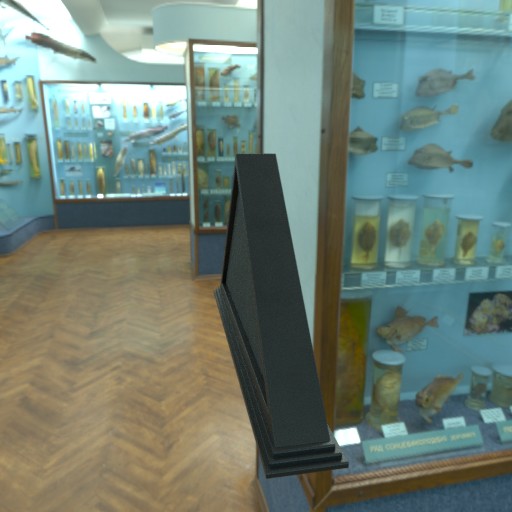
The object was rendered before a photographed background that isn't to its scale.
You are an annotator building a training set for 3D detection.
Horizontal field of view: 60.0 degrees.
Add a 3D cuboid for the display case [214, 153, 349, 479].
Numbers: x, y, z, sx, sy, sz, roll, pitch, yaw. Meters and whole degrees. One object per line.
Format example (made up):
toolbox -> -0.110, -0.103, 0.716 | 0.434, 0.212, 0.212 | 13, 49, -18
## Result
display case -> 0.000, 0.000, 0.756 | 0.095, 0.340, 0.640 | -3, 14, -10
